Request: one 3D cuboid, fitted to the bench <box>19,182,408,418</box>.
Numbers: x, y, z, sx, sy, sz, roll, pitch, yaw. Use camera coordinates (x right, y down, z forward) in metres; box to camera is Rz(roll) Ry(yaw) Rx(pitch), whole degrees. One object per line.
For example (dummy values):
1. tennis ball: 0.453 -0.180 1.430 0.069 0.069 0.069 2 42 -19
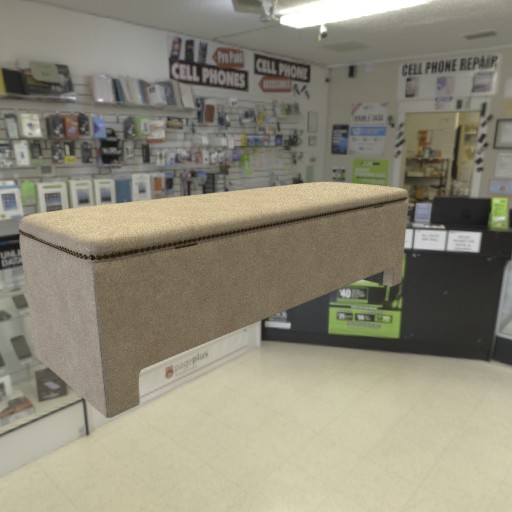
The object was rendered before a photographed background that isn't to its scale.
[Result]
1. bench: 0.000 0.000 1.649 0.470 0.447 1.482 14 20 43
